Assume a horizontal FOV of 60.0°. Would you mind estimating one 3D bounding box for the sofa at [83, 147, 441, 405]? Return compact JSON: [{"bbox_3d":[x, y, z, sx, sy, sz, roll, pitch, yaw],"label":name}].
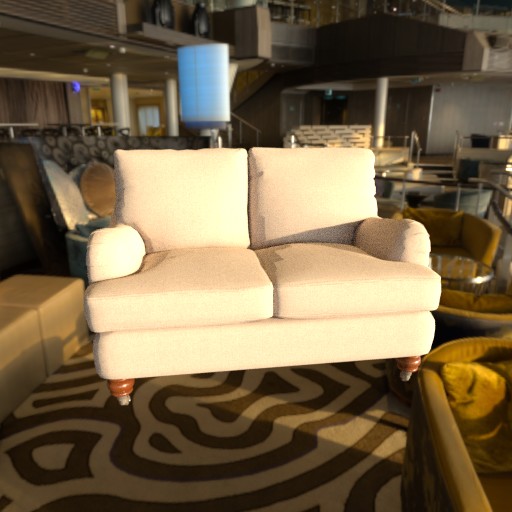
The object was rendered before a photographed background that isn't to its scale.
[{"bbox_3d":[0.000,0.000,2.246,1.508,1.048,1.087,-2,17,-8],"label":"sofa"}]
